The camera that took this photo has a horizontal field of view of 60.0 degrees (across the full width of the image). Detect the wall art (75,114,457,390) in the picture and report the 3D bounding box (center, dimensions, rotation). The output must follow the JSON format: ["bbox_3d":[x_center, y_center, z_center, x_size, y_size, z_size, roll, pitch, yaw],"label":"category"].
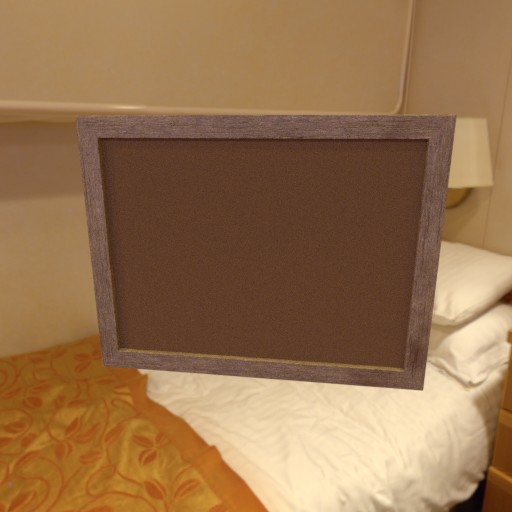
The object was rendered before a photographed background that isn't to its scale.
[{"bbox_3d":[0.000,0.000,0.884,0.690,0.535,0.026,2,17,8],"label":"wall art"}]
